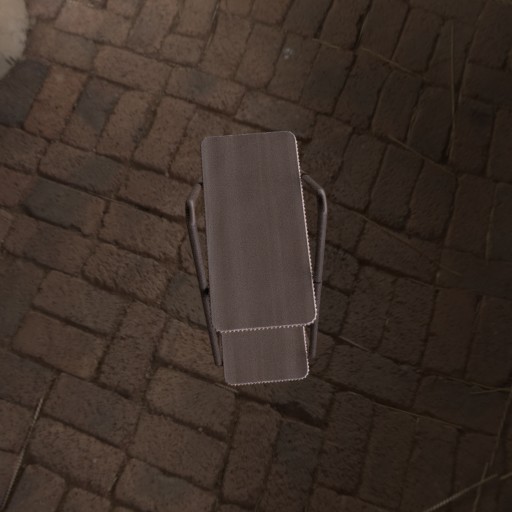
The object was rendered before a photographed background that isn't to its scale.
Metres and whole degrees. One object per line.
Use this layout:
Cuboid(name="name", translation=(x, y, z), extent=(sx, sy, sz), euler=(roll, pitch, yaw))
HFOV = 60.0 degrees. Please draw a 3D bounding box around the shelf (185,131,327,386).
Cuboid(name="shelf", translation=(0.000, 0.000, 1.101), extent=(0.234, 0.774, 0.609), euler=(-5, 76, -1))
